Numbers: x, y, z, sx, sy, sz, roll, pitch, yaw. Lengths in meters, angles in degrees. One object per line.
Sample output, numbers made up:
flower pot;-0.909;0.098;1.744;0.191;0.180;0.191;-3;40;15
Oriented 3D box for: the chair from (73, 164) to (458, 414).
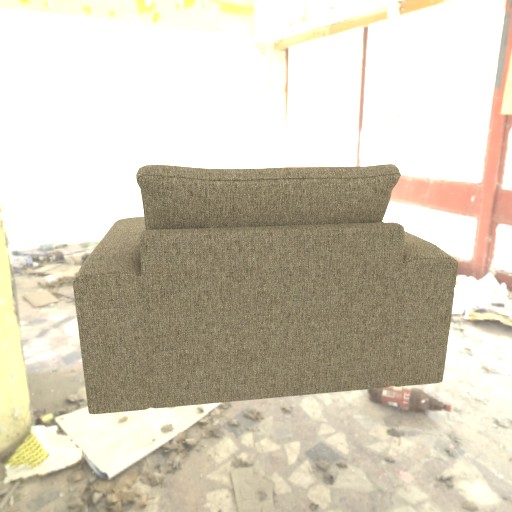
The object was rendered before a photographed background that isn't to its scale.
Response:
chair;0.000;0.000;2.089;1.398;0.915;1.039;-2;16;-8
